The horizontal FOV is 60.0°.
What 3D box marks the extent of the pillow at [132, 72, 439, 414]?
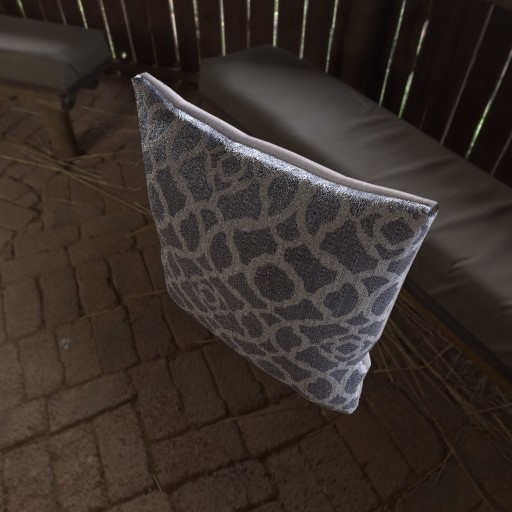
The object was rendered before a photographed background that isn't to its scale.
[{"bbox_3d":[0.000,0.000,0.766,0.508,0.498,0.215,32,55,26],"label":"pillow"}]
